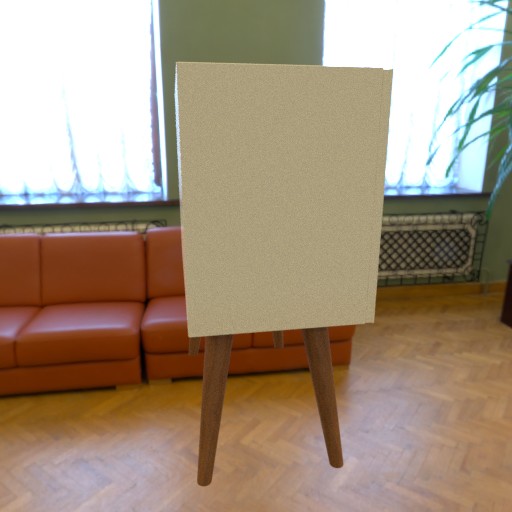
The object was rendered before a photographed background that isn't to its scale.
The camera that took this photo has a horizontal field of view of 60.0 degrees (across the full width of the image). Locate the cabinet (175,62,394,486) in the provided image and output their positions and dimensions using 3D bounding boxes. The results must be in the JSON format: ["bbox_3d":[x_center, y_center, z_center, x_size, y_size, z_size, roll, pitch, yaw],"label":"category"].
[{"bbox_3d":[0.000,0.000,1.062,0.344,0.772,0.591,-3,16,-10],"label":"cabinet"}]
